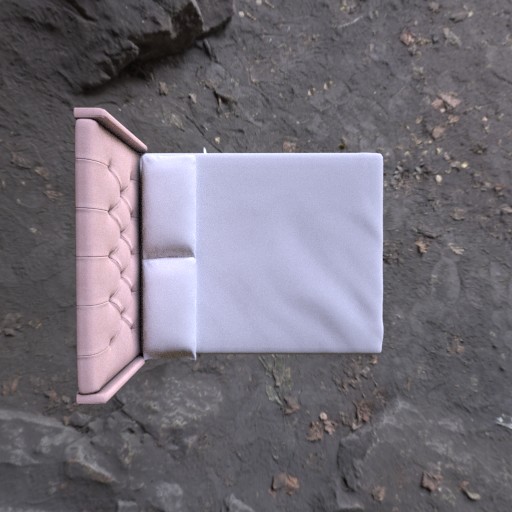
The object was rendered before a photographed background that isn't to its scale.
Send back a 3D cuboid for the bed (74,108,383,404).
[{"bbox_3d":[0.000,0.000,3.330,2.066,1.665,1.719,0,91,1],"label":"bed"}]
